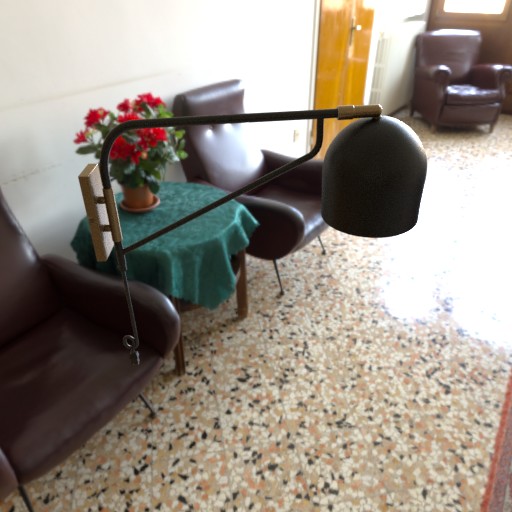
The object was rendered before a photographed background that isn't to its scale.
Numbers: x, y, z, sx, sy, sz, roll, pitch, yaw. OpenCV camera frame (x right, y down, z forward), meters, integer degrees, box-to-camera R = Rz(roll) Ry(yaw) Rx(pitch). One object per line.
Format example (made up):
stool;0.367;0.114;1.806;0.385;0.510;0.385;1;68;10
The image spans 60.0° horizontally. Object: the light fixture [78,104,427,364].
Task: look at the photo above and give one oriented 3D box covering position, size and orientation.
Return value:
light fixture;0.000;0.000;1.051;0.720;0.696;0.215;-1;32;-1
